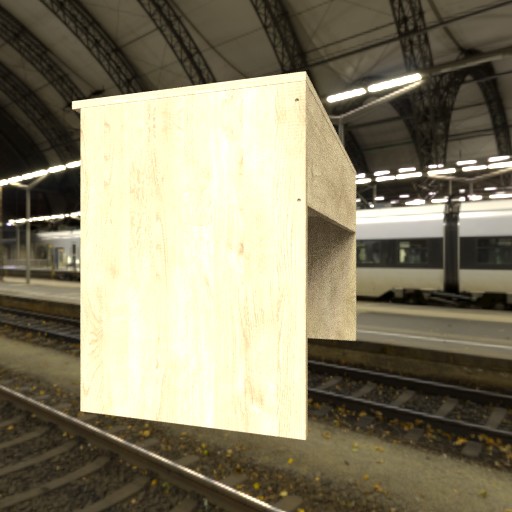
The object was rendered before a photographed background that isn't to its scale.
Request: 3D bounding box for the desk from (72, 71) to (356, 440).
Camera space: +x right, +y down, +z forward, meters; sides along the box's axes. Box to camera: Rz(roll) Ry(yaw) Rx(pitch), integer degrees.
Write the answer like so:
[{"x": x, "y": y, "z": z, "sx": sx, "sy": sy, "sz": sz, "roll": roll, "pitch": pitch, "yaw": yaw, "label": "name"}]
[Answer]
[{"x": 0.000, "y": 0.000, "z": 1.485, "sx": 0.560, "sy": 0.730, "sz": 1.100, "roll": 0, "pitch": 0, "yaw": 18, "label": "desk"}]
